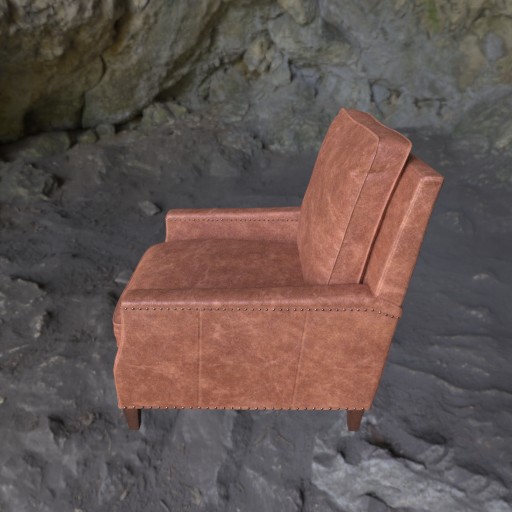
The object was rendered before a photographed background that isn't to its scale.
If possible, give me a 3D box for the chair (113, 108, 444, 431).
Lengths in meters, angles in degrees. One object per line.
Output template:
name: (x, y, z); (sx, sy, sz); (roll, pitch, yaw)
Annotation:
chair: (0.000, 0.000, 1.771); (1.035, 1.054, 0.854); (0, 26, 0)
